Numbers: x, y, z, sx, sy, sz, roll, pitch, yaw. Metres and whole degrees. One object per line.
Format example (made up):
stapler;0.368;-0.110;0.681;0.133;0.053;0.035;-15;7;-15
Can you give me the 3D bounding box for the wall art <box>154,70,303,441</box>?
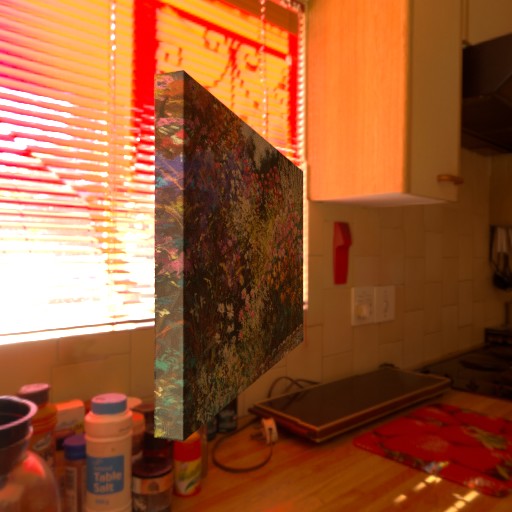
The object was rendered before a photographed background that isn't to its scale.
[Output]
wall art;0.000;0.000;0.780;0.037;0.406;0.610;0;0;18
